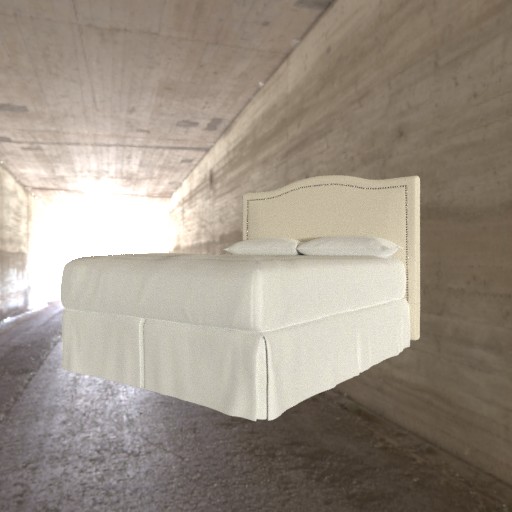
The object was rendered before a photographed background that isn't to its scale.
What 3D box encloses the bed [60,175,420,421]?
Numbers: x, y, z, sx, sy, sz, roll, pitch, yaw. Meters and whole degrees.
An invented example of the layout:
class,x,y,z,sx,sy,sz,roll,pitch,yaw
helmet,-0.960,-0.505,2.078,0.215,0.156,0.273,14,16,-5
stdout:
class,x,y,z,sx,sy,sz,roll,pitch,yaw
bed,0.000,0.000,3.233,1.753,1.460,2.143,0,0,36
